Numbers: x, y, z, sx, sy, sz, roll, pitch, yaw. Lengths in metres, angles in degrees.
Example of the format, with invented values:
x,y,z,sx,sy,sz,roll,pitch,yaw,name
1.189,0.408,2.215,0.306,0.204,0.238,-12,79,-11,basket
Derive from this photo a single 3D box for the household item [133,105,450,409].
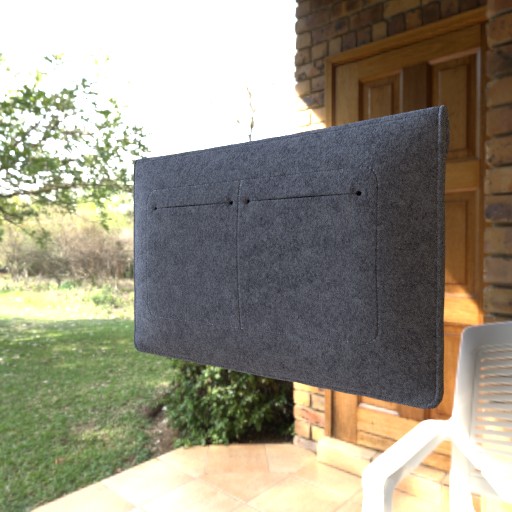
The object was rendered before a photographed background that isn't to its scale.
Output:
x,y,z,sx,sy,sz,roll,pitch,yaw,name
0.000,0.000,0.417,0.335,0.221,0.057,1,1,35,household item
